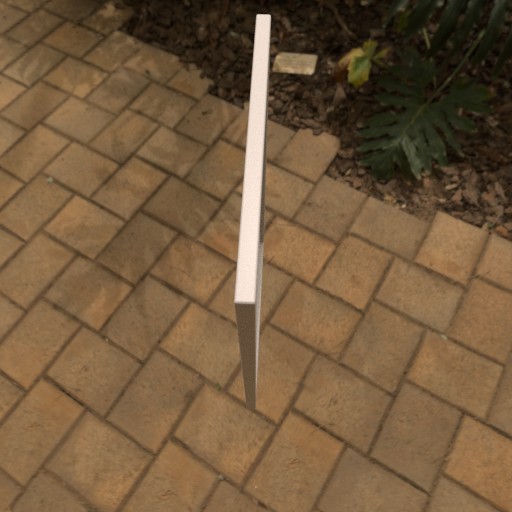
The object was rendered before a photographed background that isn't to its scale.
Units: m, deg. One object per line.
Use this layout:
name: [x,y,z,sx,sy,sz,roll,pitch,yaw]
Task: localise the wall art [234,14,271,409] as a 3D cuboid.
wall art: [0.000,0.000,1.027,0.026,0.813,0.556,3,63,1]
